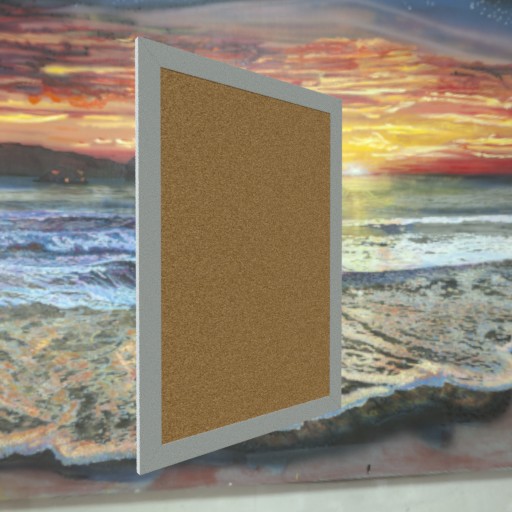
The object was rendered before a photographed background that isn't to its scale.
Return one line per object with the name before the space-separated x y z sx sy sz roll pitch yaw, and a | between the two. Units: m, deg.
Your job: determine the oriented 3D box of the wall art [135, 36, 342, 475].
wall art | 0.000 0.000 0.808 0.454 0.659 0.011 -1 1 -38
